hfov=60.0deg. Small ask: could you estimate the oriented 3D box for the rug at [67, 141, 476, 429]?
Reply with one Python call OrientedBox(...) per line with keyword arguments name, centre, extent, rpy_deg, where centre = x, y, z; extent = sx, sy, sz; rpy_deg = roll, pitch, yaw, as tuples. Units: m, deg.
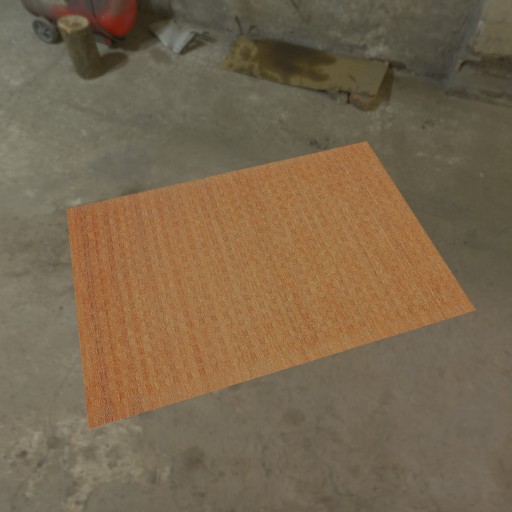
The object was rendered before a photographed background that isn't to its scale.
OrientedBox(name="rug", centre=(0.000, 0.000, 2.873), extent=(2.285, 0.006, 1.524), rpy_deg=(-15, 58, -9))
